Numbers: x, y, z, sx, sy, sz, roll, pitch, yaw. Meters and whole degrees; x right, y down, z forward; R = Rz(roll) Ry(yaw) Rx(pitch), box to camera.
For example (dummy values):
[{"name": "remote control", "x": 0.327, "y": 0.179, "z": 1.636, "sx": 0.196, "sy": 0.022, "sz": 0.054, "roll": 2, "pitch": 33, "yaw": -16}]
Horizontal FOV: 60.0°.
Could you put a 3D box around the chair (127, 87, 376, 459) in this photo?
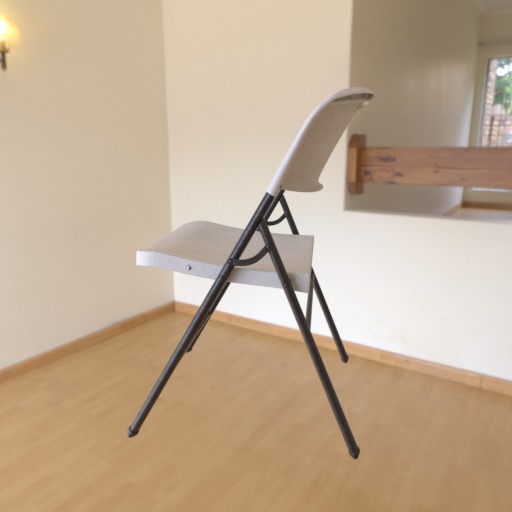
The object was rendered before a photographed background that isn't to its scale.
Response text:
[{"name": "chair", "x": 0.000, "y": 0.000, "z": 1.175, "sx": 0.566, "sy": 0.810, "sz": 0.494, "roll": 2, "pitch": 14, "yaw": 8}]
